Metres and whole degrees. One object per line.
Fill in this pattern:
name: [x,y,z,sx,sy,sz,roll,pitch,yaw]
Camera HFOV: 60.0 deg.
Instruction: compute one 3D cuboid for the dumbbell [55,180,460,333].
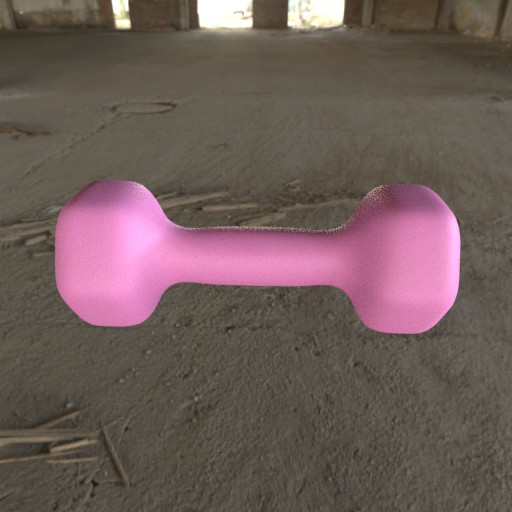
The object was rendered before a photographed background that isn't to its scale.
dumbbell: [0.000,0.000,0.189,0.159,0.058,0.064,1,30,2]
